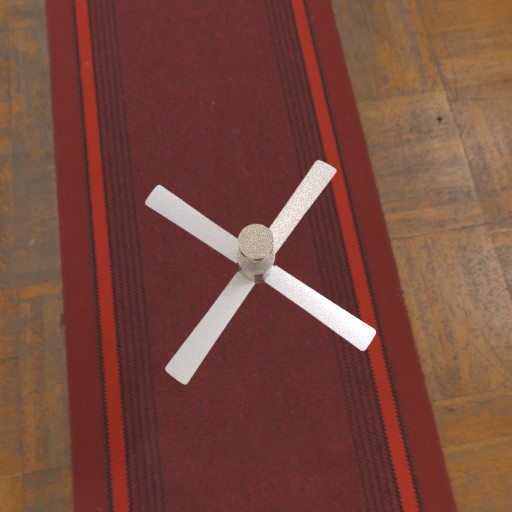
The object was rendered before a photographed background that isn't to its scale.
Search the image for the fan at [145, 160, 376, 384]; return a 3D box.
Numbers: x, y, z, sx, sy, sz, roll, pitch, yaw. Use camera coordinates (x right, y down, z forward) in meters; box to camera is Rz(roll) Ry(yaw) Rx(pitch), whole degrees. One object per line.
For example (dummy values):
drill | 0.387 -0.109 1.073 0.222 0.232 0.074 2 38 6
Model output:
fan | 0.000 0.000 2.357 1.525 0.539 1.525 34 78 9
